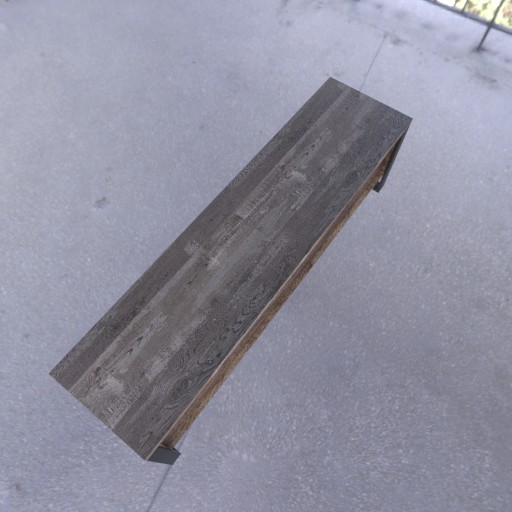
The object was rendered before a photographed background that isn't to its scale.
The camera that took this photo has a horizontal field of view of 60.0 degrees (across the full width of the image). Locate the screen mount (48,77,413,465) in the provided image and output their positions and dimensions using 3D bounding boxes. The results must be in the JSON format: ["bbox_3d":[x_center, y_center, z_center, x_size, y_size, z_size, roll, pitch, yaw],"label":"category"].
[{"bbox_3d":[0.000,0.000,1.719,0.395,0.450,1.524,34,68,16],"label":"screen mount"}]
